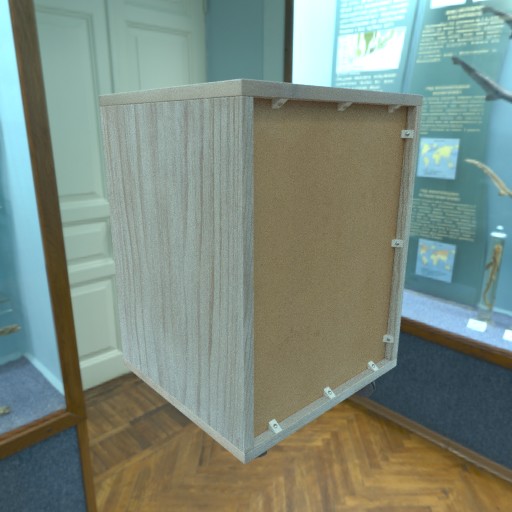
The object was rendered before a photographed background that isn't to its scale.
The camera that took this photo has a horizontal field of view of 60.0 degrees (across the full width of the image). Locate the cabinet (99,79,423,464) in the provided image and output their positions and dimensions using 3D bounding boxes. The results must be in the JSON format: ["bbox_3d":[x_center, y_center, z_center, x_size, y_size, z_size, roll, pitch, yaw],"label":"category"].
[{"bbox_3d":[0.000,0.000,0.849,0.409,0.579,0.401,-14,22,-40],"label":"cabinet"}]
